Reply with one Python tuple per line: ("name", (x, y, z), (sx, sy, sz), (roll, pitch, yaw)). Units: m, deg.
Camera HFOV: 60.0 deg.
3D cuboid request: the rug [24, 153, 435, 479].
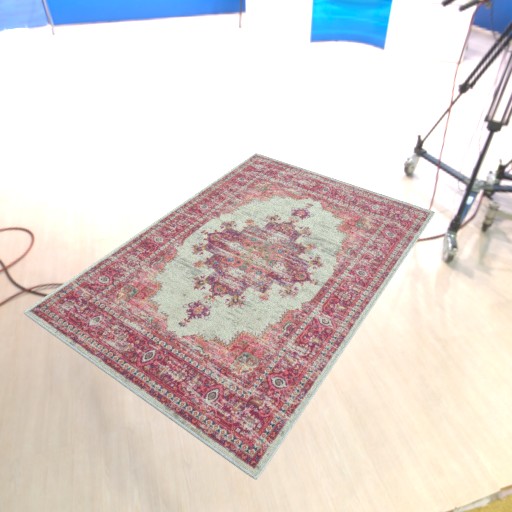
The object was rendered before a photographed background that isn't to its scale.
("rug", (0.000, 0.000, 2.779), (1.555, 0.011, 2.232), (24, 46, 26))
